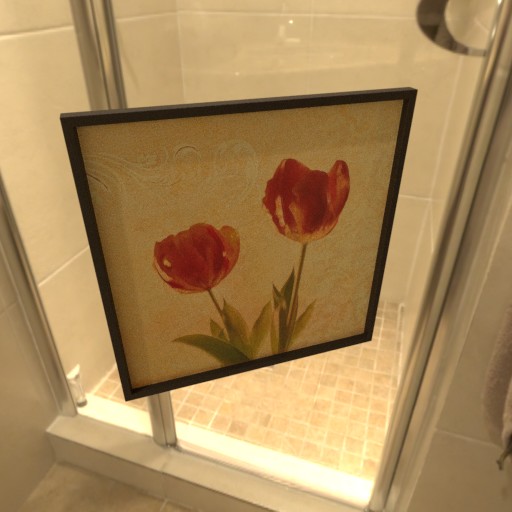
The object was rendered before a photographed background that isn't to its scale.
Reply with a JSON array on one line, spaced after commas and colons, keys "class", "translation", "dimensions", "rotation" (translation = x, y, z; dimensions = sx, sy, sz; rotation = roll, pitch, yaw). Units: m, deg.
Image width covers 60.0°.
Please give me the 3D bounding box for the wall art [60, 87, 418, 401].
[{"class": "wall art", "translation": [0.000, 0.000, 1.184], "dimensions": [0.805, 0.807, 0.043], "rotation": [-10, 33, -15]}]
